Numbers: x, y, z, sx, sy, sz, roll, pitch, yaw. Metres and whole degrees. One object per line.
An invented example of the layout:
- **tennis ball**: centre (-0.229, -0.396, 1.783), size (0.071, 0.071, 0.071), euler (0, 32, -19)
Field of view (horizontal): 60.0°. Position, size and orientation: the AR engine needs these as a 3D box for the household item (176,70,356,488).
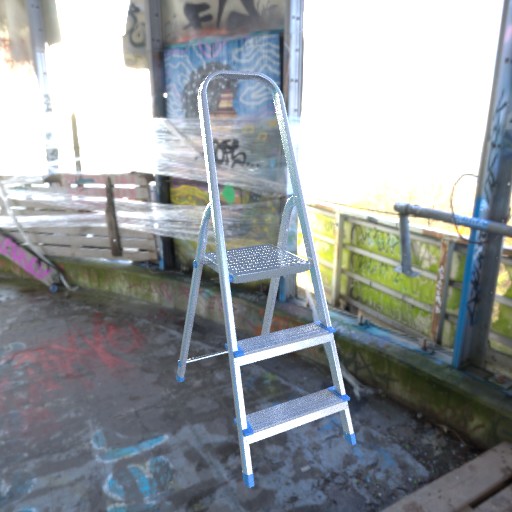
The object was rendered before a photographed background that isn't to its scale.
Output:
- **household item**: centre (0.000, 0.000, 1.540), size (0.420, 1.215, 0.687), euler (-9, 18, -27)
